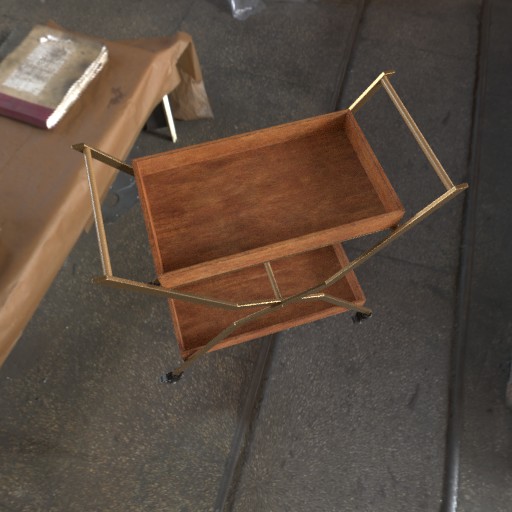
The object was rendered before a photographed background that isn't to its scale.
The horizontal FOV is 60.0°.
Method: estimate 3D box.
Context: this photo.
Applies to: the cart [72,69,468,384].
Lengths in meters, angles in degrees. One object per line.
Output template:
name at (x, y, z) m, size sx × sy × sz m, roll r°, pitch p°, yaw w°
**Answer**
cart at (0.000, 0.000, 1.358) m, size 0.836 × 0.869 × 0.405 m, roll -15°, pitch 64°, yaw -8°
